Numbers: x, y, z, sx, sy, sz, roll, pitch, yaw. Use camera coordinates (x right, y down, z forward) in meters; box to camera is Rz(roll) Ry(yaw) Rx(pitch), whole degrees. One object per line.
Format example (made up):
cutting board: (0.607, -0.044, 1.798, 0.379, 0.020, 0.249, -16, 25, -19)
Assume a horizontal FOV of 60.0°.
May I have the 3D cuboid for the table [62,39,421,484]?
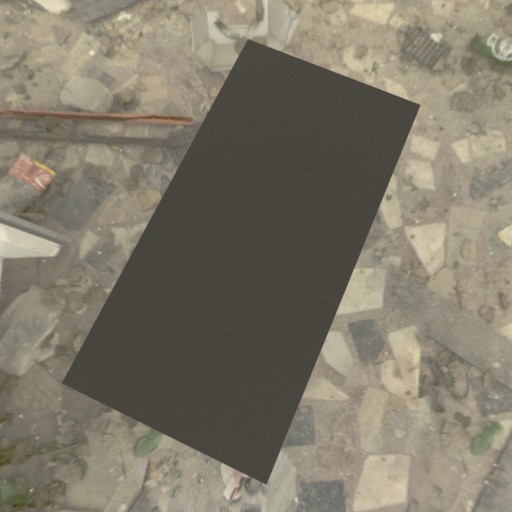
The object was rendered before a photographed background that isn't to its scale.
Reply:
table: (0.000, 0.000, 1.351, 0.523, 0.470, 1.044, 24, 77, 6)
